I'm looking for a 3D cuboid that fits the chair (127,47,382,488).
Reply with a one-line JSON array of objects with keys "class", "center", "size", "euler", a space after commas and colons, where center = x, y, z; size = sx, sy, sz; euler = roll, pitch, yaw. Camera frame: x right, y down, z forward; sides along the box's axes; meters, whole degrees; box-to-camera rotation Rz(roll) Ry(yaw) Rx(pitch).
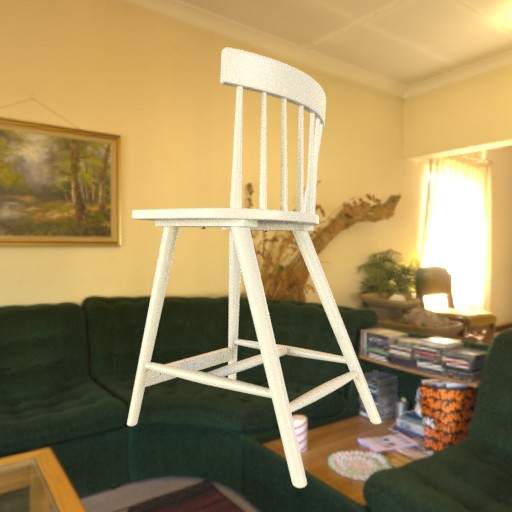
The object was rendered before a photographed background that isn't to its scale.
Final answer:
[{"class": "chair", "center": [0.000, 0.000, 1.249], "size": [0.572, 0.952, 0.483], "euler": [1, 1, 37]}]
